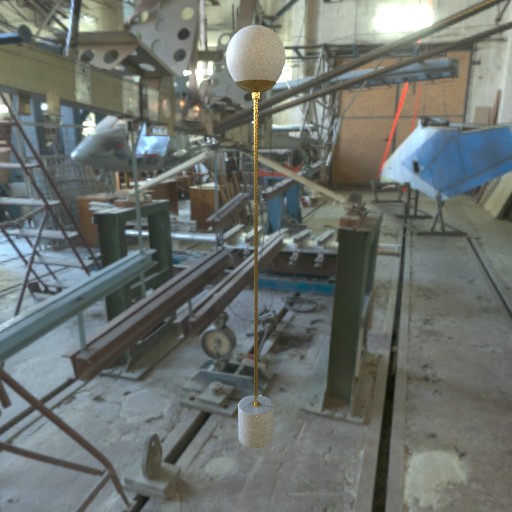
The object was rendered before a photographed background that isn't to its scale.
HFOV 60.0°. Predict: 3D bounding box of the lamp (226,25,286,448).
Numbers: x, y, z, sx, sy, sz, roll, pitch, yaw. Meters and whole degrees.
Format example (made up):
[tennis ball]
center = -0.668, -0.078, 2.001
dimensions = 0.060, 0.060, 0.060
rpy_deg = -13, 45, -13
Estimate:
[lamp]
center = 0.000, 0.000, 1.853
dimensions = 0.224, 1.753, 0.224
rpy_deg = -7, 16, -26
